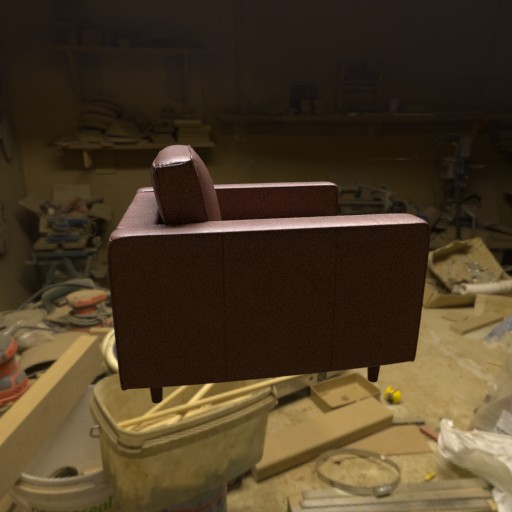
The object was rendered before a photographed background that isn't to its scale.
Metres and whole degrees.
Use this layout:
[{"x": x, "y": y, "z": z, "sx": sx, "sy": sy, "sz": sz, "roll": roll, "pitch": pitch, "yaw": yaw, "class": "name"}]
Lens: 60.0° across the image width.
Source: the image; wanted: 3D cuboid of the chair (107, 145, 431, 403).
[{"x": 0.000, "y": 0.000, "z": 1.614, "sx": 0.900, "sy": 0.770, "sz": 0.920, "roll": -3, "pitch": 17, "yaw": -9, "class": "chair"}]
